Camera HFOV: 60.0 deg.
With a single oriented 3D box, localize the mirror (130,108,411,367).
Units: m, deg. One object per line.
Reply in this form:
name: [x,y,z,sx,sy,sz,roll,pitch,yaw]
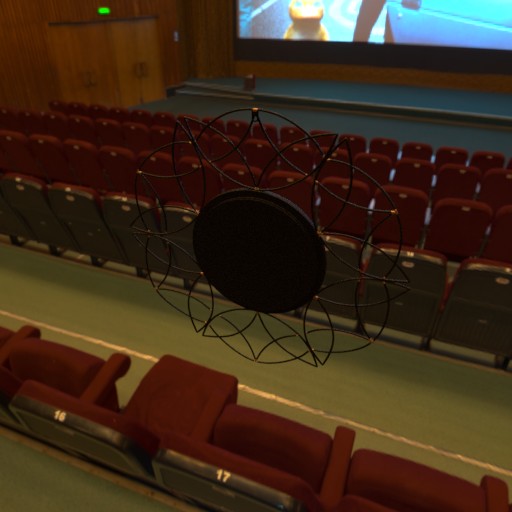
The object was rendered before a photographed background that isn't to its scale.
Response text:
mirror: [0.000,0.000,1.184,0.797,0.775,0.028,12,34,18]
